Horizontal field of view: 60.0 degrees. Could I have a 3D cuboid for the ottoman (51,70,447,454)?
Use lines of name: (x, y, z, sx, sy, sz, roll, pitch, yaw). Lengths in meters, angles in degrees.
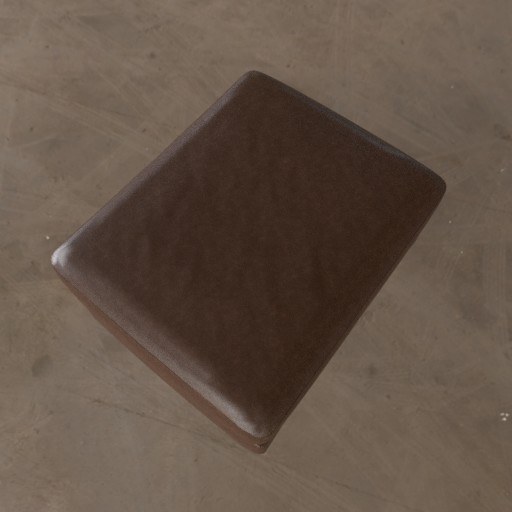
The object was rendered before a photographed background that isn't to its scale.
ottoman: (0.000, 0.000, 1.137, 0.603, 0.476, 0.751, 36, 70, 15)
